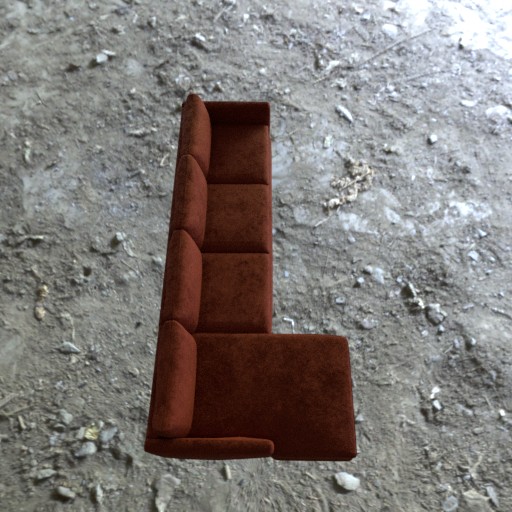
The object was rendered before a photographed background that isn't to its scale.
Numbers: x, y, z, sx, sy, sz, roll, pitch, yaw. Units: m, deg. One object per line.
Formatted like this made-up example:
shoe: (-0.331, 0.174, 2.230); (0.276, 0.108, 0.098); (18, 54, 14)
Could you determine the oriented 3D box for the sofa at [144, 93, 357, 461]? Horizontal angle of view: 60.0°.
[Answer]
sofa: (0.000, 0.000, 2.943); (1.136, 0.663, 2.467); (0, 63, 0)
